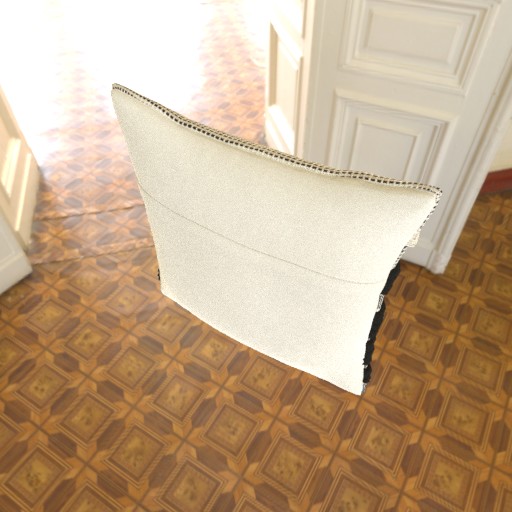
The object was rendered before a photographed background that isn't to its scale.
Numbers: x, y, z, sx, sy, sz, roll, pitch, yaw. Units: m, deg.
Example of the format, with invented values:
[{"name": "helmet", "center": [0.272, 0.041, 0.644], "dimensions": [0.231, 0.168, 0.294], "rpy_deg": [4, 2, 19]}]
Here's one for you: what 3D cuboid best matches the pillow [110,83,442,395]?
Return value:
[{"name": "pillow", "center": [0.000, 0.000, 0.667], "dimensions": [0.436, 0.438, 0.156], "rpy_deg": [24, 52, 20]}]
